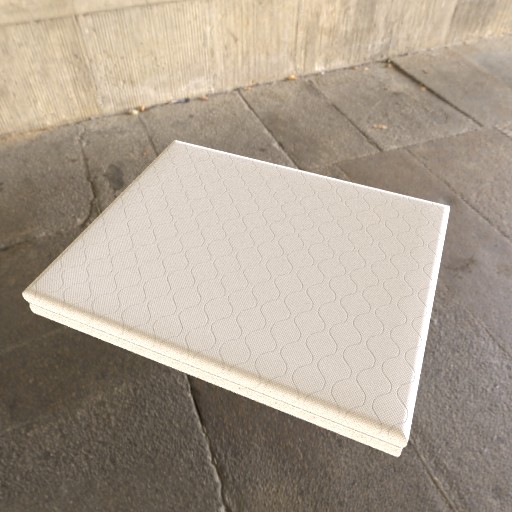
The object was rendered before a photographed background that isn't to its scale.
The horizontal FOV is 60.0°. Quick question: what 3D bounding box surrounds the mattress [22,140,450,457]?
[{"bbox_3d":[0.000,0.000,2.620,2.000,0.200,1.600,17,49,15],"label":"mattress"}]
